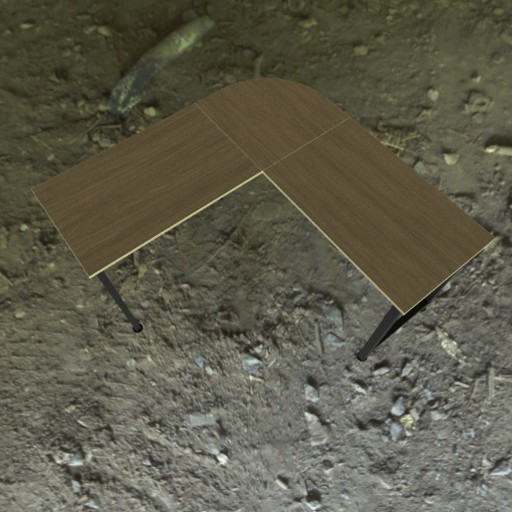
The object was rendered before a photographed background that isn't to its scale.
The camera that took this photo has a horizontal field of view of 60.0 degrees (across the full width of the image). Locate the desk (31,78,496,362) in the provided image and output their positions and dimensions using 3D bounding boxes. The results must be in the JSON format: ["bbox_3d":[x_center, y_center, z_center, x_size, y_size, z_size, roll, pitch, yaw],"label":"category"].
[{"bbox_3d":[0.000,0.000,2.207,1.400,0.762,1.400,-34,67,-17],"label":"desk"}]
